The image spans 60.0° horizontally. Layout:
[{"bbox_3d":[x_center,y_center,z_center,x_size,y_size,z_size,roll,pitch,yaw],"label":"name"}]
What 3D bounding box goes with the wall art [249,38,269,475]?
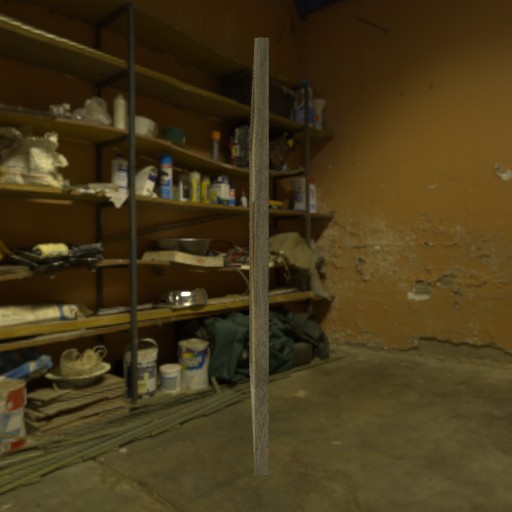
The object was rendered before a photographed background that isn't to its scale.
[{"bbox_3d":[0.000,0.000,0.765,0.016,0.507,0.508,0,0,-2],"label":"wall art"}]
